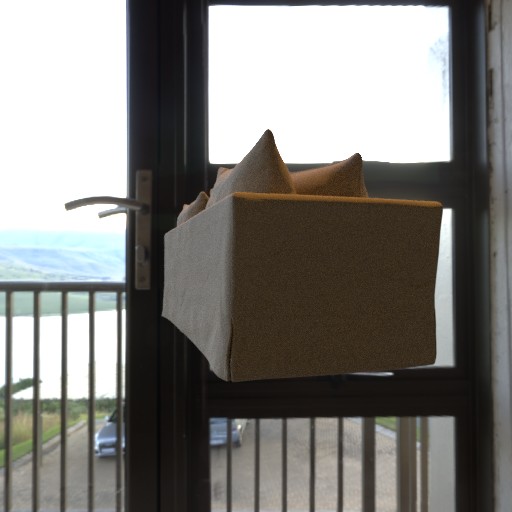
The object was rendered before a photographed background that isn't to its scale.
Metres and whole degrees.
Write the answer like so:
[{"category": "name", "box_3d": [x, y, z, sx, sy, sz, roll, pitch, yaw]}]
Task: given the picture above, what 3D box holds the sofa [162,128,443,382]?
[{"category": "sofa", "box_3d": [0.000, 0.000, 3.030, 1.046, 1.047, 2.499, 0, -1, -18]}]
